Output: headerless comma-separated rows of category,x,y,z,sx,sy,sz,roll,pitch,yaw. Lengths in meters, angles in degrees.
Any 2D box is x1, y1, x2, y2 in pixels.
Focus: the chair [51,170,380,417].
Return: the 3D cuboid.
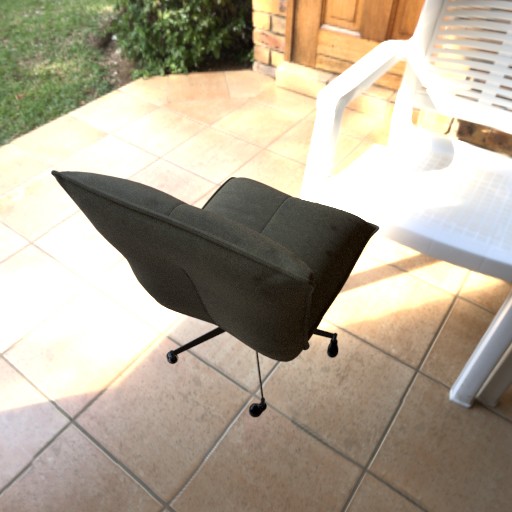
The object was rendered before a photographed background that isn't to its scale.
chair,0.000,0.000,1.295,0.597,0.811,0.696,23,51,20
